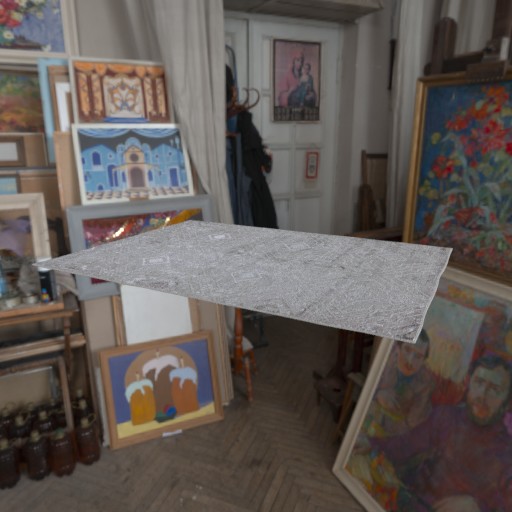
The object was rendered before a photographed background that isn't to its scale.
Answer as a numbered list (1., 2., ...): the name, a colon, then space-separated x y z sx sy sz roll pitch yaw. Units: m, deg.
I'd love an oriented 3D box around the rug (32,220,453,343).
1. rug: 0.000 0.000 4.335 3.359 0.020 2.448 8 17 27
